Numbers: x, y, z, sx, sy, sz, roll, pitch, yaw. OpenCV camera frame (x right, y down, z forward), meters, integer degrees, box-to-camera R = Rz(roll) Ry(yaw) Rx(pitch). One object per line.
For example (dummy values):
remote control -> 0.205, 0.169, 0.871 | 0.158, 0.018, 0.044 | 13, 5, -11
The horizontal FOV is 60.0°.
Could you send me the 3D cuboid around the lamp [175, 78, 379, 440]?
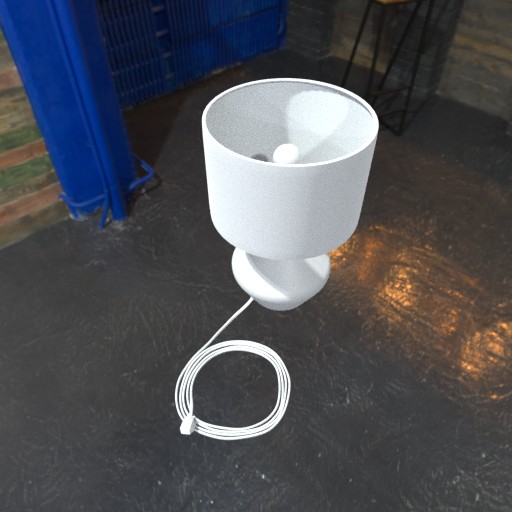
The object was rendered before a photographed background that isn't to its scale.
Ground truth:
lamp -> 0.000, 0.000, 0.851 | 0.546, 0.457, 0.401 | -32, 54, -28
